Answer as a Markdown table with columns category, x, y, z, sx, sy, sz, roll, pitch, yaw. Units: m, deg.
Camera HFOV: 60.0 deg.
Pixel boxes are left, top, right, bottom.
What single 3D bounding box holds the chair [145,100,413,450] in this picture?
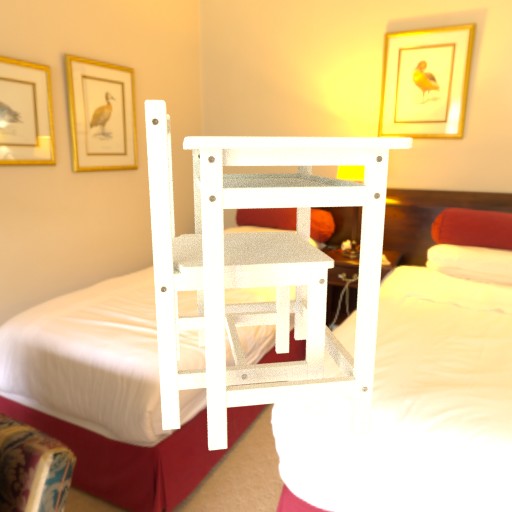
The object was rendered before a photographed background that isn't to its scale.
| category | x | y | z | sx | sy | sz | roll | pitch | yaw |
| --- | --- | --- | --- | --- | --- | --- | --- | --- | --- |
| chair | 0.000 | 0.000 | 1.072 | 0.461 | 0.673 | 0.599 | -2 | 14 | -9 |
